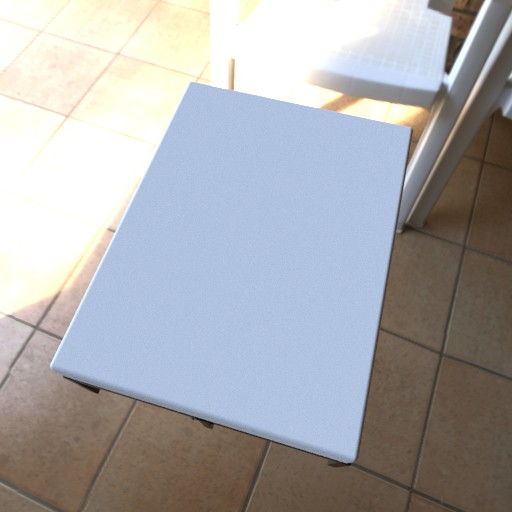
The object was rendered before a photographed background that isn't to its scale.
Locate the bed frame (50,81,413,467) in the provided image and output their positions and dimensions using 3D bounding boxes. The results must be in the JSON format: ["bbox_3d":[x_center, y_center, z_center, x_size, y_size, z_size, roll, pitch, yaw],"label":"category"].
[{"bbox_3d":[0.000,0.000,2.800,1.557,0.659,2.072,14,64,7],"label":"bed frame"}]
